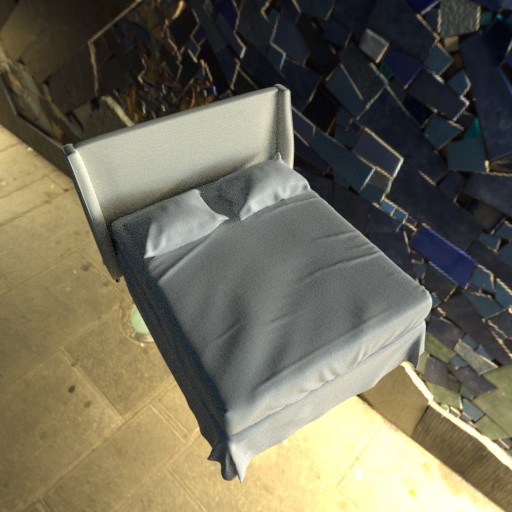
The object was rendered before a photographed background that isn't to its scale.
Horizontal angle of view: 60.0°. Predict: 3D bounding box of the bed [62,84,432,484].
[{"bbox_3d":[0.000,0.000,3.316,1.925,1.332,2.276,-24,51,-21],"label":"bed"}]
